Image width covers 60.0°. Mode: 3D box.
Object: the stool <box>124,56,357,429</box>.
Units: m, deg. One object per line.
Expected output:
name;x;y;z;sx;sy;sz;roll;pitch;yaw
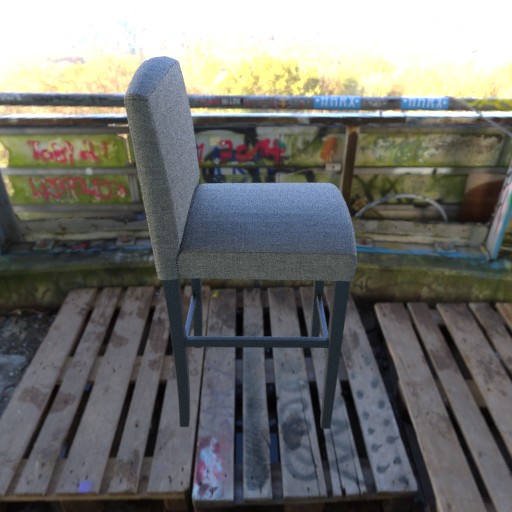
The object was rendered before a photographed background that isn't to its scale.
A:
stool;0.000;0.000;1.386;0.552;1.138;0.451;0;33;1
